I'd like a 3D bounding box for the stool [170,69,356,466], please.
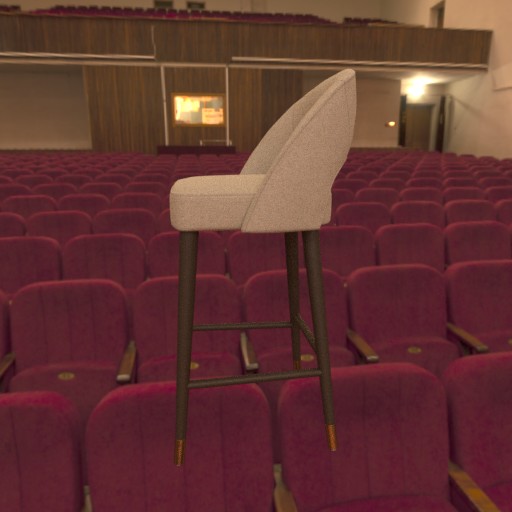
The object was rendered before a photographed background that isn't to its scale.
[{"bbox_3d":[0.000,0.000,1.322,0.509,1.037,0.494,-2,13,-8],"label":"stool"}]
